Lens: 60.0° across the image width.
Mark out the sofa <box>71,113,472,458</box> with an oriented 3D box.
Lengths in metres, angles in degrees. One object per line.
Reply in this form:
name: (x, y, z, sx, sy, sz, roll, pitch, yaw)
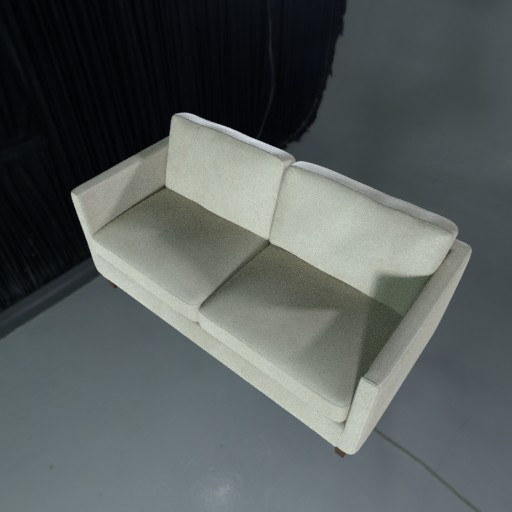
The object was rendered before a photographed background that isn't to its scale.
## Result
sofa: (0.000, 0.000, 2.365, 1.846, 0.940, 0.950, 30, 52, 26)
